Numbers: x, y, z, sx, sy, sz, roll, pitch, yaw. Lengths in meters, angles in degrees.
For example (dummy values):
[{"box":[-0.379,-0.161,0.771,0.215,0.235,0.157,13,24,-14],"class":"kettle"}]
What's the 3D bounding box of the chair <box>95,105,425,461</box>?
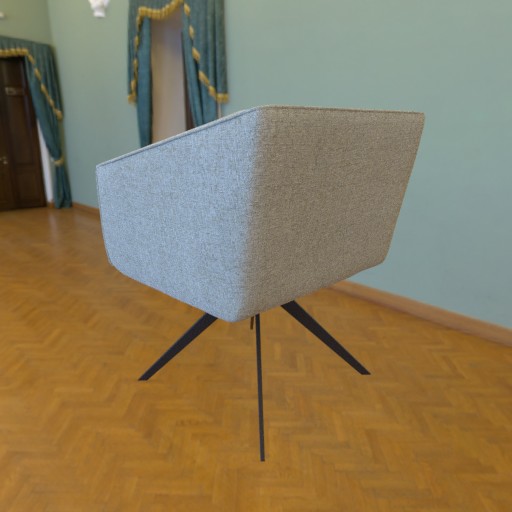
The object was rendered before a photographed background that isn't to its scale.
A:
[{"box":[0.000,0.000,1.229,0.623,0.760,0.628,16,23,43],"class":"chair"}]
